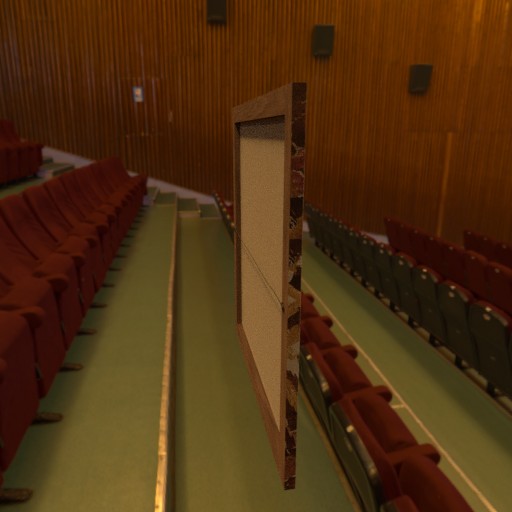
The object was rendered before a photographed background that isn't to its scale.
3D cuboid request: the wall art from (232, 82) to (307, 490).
[{"bbox_3d":[0.000,0.000,1.141,0.028,0.762,0.757,-3,16,-10],"label":"wall art"}]
